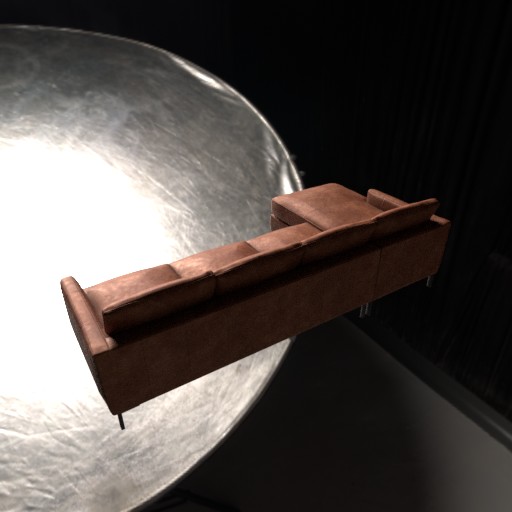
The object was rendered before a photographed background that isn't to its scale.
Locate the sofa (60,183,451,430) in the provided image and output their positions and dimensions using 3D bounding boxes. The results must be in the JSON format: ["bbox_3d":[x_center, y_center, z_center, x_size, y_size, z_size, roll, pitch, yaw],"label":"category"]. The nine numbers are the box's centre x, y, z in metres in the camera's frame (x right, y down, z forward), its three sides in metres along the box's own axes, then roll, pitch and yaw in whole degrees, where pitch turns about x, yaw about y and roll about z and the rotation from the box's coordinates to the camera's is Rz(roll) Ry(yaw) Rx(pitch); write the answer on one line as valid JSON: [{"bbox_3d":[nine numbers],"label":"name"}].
[{"bbox_3d":[0.000,0.000,3.675,2.993,0.859,1.471,-18,35,-27],"label":"sofa"}]
